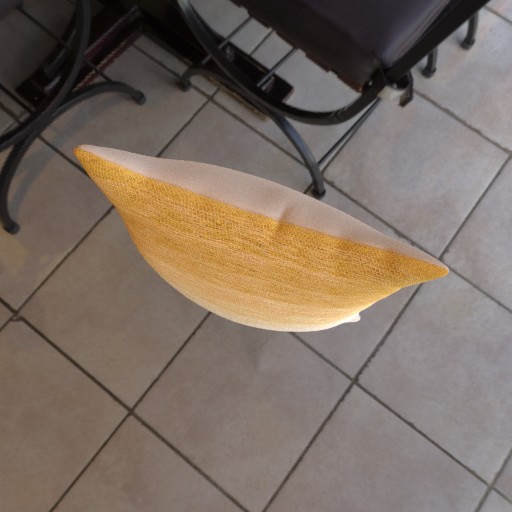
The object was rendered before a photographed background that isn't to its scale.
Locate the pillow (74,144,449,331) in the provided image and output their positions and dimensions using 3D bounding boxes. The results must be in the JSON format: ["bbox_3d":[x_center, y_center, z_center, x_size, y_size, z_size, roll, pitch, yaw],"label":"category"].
[{"bbox_3d":[0.000,0.000,0.713,0.450,0.450,0.211,19,76,5],"label":"pillow"}]
